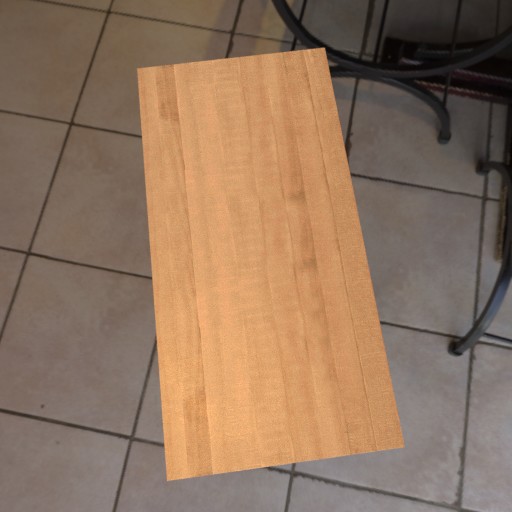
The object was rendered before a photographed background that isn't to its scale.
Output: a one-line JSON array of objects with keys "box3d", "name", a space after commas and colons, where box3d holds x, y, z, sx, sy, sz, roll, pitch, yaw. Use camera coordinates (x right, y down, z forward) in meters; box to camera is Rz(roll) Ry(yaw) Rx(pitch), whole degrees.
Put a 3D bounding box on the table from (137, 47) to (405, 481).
[{"box3d": [0.000, 0.000, 1.346, 0.551, 0.399, 1.100, -7, 75, -2], "name": "table"}]
